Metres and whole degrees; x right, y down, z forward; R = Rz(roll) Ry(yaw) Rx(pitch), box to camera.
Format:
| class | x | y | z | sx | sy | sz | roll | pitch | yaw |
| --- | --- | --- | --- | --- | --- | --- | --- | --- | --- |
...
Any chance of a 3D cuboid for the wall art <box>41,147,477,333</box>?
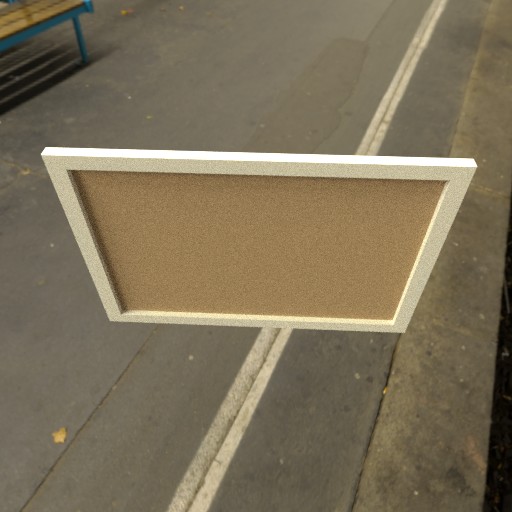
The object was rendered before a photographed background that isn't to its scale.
| class | x | y | z | sx | sy | sz | roll | pitch | yaw |
| --- | --- | --- | --- | --- | --- | --- | --- | --- | --- |
| wall art | 0.000 | 0.000 | 1.451 | 1.144 | 0.767 | 0.038 | 2 | 47 | 2 |
